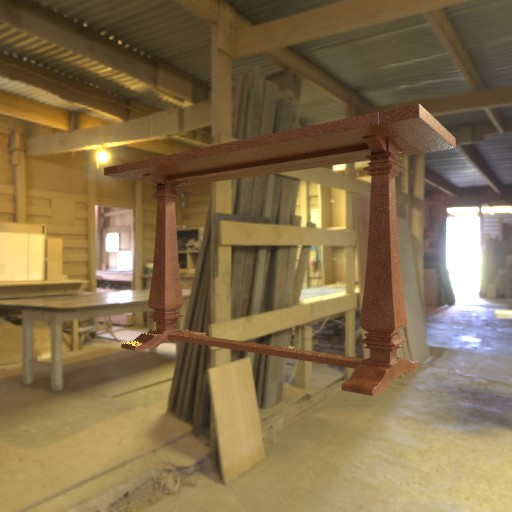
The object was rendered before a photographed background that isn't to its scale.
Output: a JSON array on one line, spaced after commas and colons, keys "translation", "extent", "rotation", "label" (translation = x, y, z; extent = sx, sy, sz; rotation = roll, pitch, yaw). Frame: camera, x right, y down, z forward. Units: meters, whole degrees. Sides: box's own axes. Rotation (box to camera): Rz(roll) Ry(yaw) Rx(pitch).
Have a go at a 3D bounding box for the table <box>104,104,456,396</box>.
[{"translation": [0.000, 0.000, 1.868], "extent": [1.478, 0.852, 0.461], "rotation": [0, 0, 36], "label": "table"}]
